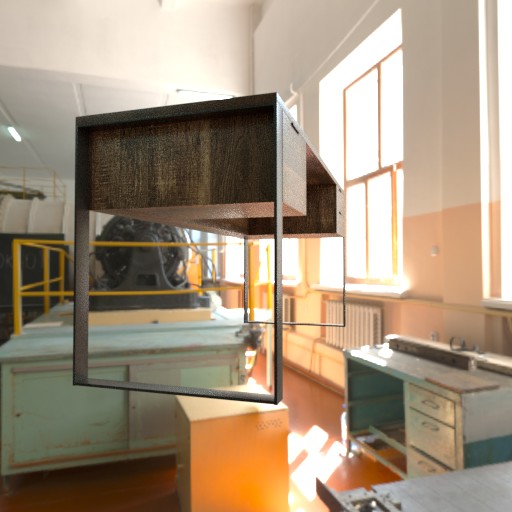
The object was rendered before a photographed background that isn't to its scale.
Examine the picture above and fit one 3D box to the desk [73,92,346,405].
[{"bbox_3d":[0.000,0.000,1.892,0.599,0.762,1.524,0,-2,18],"label":"desk"}]
